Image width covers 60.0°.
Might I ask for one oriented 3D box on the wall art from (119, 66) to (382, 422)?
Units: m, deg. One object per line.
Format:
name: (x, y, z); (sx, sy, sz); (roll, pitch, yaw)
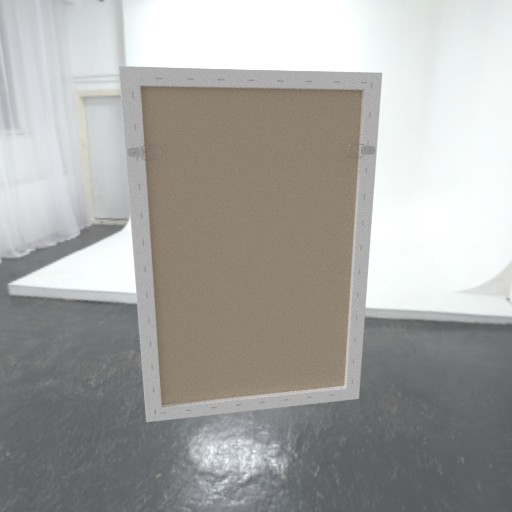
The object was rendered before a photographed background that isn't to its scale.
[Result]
wall art: (0.000, 0.000, 1.175); (0.624, 0.914, 0.043); (-3, 16, -10)
